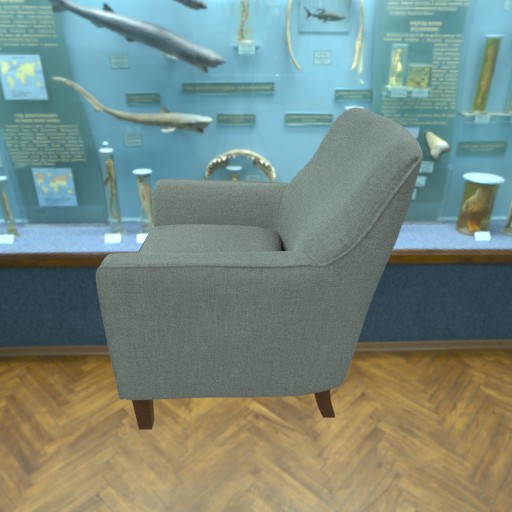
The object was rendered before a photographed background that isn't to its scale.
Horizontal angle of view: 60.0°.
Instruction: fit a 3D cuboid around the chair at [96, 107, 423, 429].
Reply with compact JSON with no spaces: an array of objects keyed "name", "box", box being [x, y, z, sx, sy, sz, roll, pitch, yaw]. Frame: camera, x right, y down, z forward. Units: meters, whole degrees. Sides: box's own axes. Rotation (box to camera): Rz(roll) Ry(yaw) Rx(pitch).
[{"name":"chair","box":[0.000,0.000,1.763,0.993,1.047,0.887,0,26,0]}]
